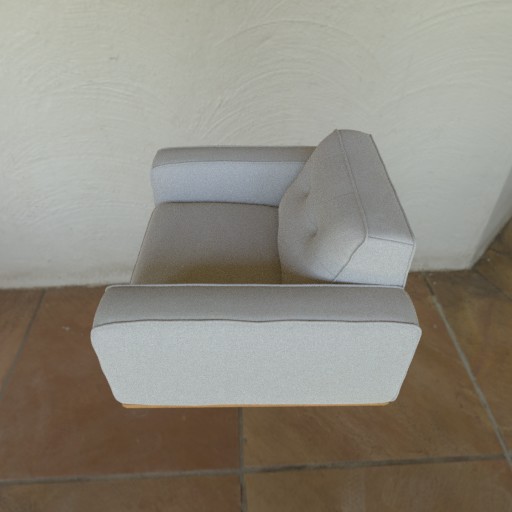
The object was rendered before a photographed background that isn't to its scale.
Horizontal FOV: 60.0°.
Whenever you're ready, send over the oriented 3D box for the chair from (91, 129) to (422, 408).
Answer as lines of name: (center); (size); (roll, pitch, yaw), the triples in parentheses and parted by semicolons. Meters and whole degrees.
chair: (0.000, 0.000, 1.755); (0.953, 0.779, 1.115); (0, 41, 0)
